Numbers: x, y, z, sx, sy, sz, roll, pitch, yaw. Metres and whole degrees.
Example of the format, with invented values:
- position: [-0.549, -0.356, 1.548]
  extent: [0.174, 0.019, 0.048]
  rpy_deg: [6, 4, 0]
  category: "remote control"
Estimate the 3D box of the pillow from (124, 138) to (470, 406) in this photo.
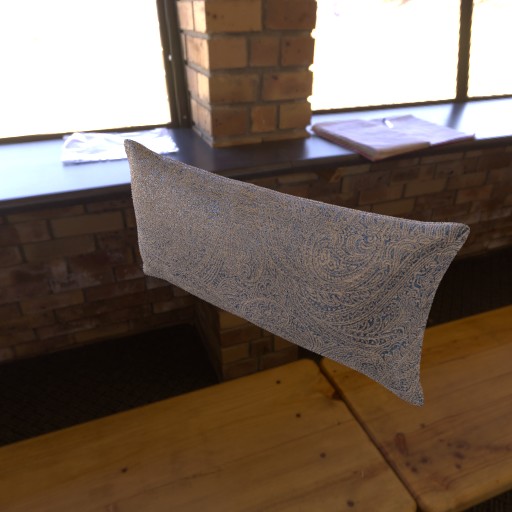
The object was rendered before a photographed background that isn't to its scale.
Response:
- position: [0.000, 0.000, 0.740]
  extent: [0.615, 0.295, 0.151]
  rpy_deg: [21, 36, 32]
  category: "pillow"
